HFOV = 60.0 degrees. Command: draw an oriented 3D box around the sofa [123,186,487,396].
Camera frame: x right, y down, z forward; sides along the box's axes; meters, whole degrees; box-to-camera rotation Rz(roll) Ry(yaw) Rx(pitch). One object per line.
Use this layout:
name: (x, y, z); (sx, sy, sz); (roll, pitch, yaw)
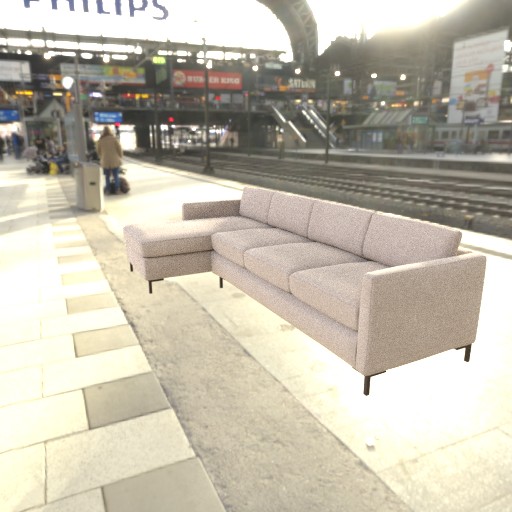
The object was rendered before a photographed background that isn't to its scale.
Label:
sofa: (0.000, 0.000, 3.444); (1.469, 0.816, 2.923); (-8, 17, -27)
